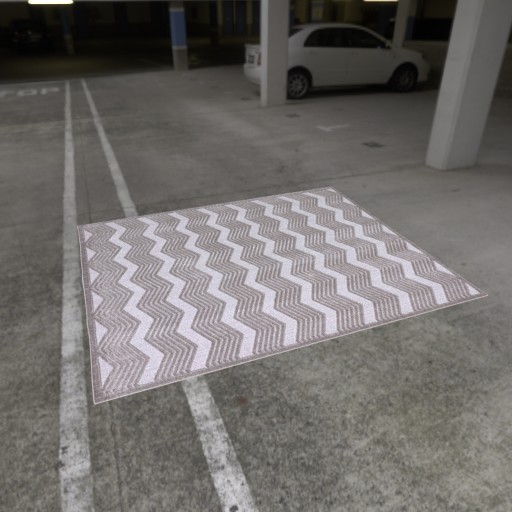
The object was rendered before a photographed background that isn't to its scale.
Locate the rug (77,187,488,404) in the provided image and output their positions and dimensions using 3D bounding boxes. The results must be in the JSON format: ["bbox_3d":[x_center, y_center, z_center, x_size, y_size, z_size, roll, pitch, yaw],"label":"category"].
[{"bbox_3d":[0.000,0.000,3.891,2.880,0.005,2.391,-11,32,-18],"label":"rug"}]
